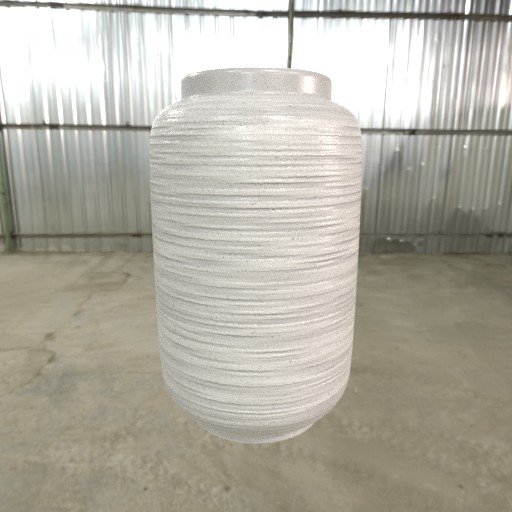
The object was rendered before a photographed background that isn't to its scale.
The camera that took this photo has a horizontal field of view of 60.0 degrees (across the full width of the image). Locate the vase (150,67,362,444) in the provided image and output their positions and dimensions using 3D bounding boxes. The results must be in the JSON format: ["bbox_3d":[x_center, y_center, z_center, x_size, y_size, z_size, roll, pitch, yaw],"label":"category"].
[{"bbox_3d":[0.000,0.000,0.449,0.202,0.335,0.202,0,14,0],"label":"vase"}]
